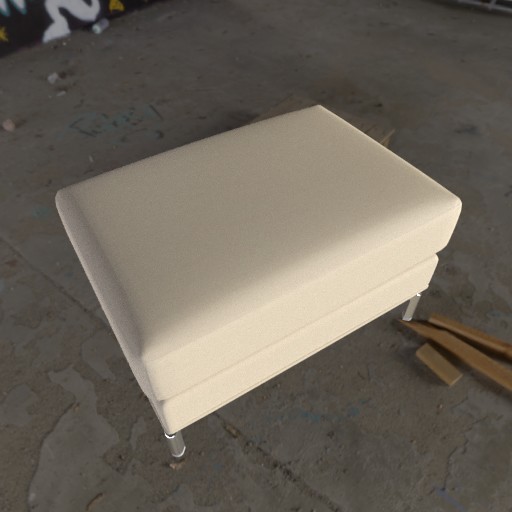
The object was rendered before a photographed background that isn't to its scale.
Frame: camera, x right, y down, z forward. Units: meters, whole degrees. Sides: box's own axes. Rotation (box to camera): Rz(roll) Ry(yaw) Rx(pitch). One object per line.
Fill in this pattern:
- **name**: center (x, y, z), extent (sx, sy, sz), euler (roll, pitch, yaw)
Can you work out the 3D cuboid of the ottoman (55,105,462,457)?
- **ottoman**: center (0.000, 0.000, 1.210), extent (0.835, 0.497, 0.581), euler (-24, 51, -22)
